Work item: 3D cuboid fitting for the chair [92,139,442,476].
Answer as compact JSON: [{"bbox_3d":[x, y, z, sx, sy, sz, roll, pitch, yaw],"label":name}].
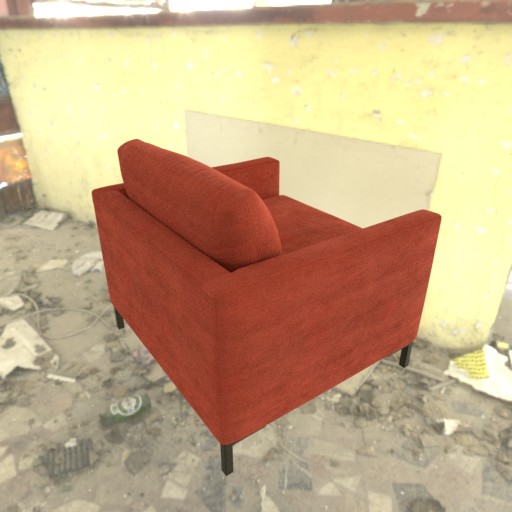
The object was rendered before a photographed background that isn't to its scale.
[{"bbox_3d":[0.000,0.000,1.646,0.875,0.812,0.964,-18,32,-31],"label":"chair"}]
